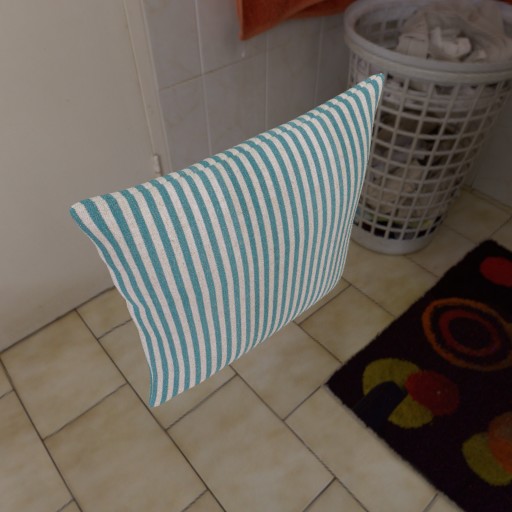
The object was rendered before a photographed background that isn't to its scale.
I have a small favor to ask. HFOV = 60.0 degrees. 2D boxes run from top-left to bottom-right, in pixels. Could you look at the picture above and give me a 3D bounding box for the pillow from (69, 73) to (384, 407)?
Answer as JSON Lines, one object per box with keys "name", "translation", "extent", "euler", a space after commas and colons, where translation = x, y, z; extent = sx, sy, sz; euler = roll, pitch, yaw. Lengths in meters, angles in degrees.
{"name": "pillow", "translation": [0.000, 0.000, 0.775], "extent": [0.523, 0.510, 0.166], "euler": [-31, 54, -25]}
